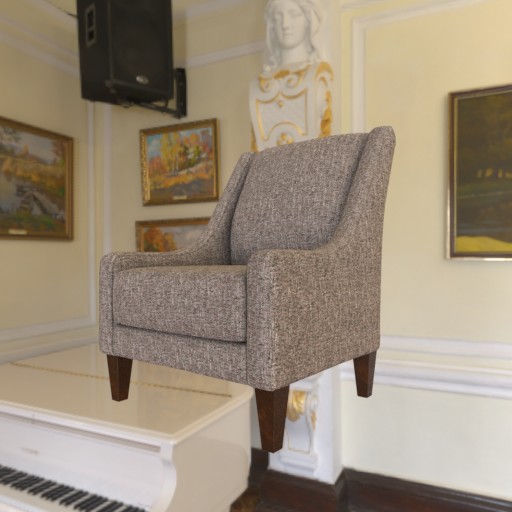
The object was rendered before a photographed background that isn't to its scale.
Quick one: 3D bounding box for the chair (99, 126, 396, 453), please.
[{"bbox_3d":[0.000,0.000,1.644,0.774,1.014,0.870,0,0,38],"label":"chair"}]
